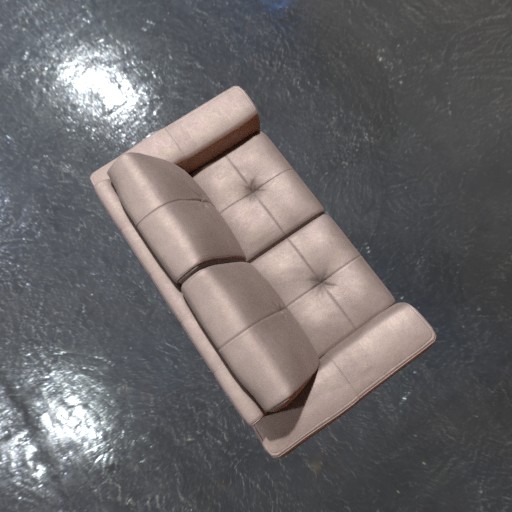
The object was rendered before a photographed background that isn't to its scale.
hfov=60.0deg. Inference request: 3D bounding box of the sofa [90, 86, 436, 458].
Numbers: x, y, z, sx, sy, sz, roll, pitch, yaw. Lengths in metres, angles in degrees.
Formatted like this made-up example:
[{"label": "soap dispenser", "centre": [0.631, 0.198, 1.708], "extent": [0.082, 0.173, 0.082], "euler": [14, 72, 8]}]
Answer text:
[{"label": "sofa", "centre": [0.000, 0.000, 2.385], "extent": [1.018, 0.907, 1.806], "euler": [-34, 78, -8]}]
